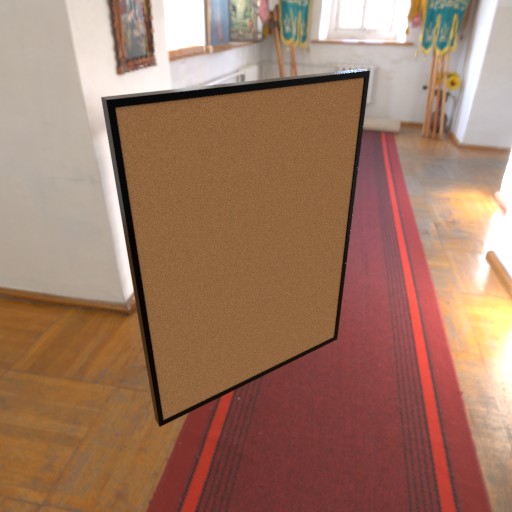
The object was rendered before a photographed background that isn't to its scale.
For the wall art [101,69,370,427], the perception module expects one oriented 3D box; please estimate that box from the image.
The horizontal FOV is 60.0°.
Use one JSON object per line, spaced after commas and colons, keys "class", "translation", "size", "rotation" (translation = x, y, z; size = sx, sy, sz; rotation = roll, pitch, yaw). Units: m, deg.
{"class": "wall art", "translation": [0.000, 0.000, 1.434], "size": [0.805, 1.062, 0.040], "rotation": [-18, 35, -28]}
